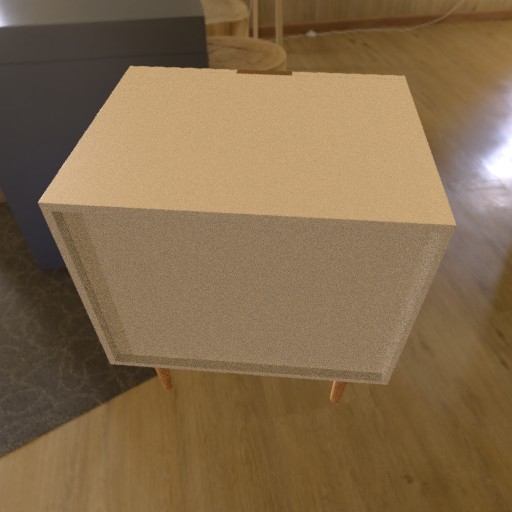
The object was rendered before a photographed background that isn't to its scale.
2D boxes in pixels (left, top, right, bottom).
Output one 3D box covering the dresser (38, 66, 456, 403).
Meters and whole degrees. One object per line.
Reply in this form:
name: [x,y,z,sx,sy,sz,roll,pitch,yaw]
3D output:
dresser: [0.000,0.000,0.876,0.503,0.568,0.414,3,46,3]
